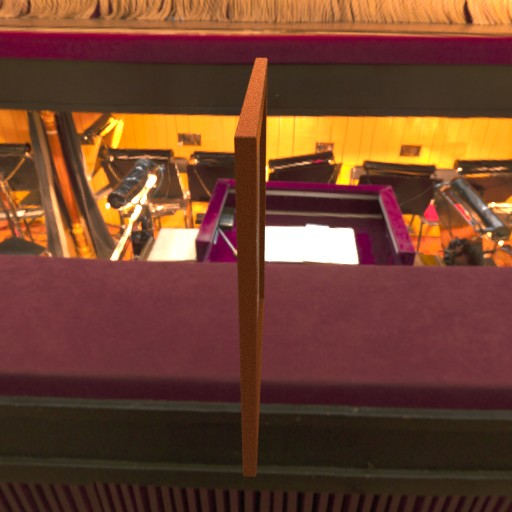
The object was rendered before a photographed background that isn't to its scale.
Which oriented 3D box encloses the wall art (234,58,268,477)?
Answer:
[{"bbox_3d":[0.000,0.000,0.515,0.015,0.379,0.310,1,33,2],"label":"wall art"}]
